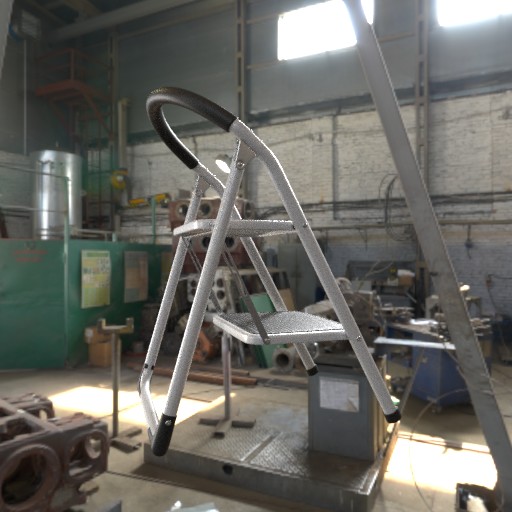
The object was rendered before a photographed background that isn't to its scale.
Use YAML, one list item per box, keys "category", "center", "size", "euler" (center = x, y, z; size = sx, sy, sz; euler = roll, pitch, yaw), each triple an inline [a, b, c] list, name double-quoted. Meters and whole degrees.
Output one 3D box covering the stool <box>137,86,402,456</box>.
- category: "stool"
  center: [0.000, 0.000, 1.127]
  size: [0.559, 0.760, 0.453]
  euler: [0, 0, -19]
